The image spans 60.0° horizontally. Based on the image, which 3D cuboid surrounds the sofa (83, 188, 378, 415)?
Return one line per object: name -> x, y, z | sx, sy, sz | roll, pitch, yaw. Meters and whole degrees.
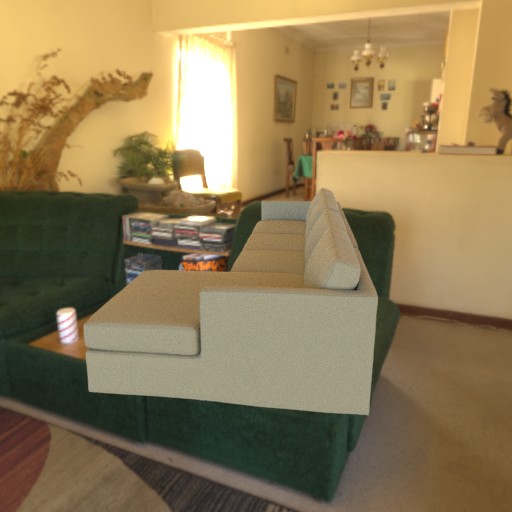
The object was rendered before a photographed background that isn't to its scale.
sofa -> 0.000, 0.000, 3.886 | 1.622, 0.867, 3.177 | 2, 16, 6
